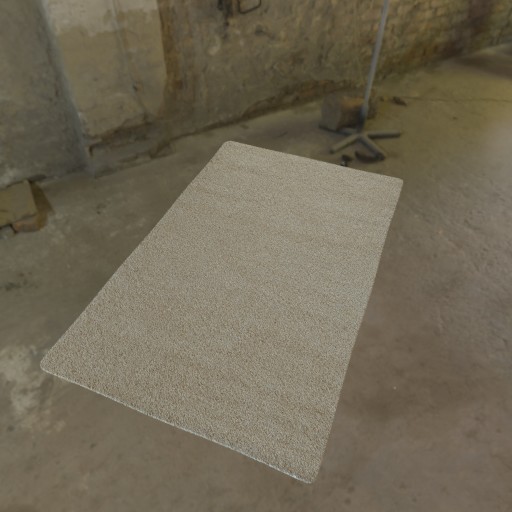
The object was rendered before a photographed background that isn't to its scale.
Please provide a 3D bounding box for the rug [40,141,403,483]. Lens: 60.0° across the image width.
[{"bbox_3d":[0.000,0.000,2.855,1.500,0.026,2.349,16,48,15],"label":"rug"}]
